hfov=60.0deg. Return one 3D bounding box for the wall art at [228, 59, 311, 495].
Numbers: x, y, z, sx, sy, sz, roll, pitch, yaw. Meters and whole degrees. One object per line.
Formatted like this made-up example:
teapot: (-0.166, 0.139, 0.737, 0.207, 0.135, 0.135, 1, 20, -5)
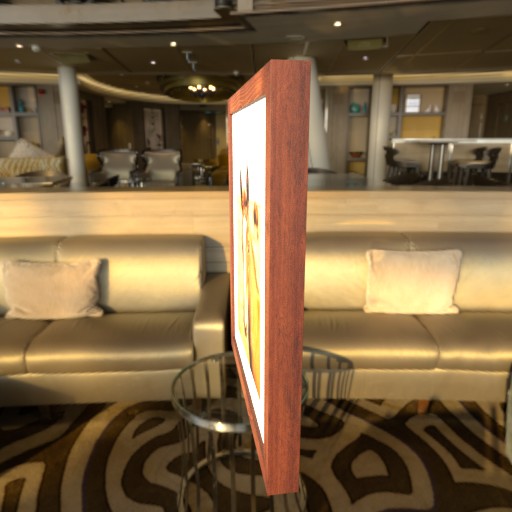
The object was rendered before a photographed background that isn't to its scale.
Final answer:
wall art: (0.000, 0.000, 0.530, 0.030, 0.381, 0.330, -2, 15, -9)
